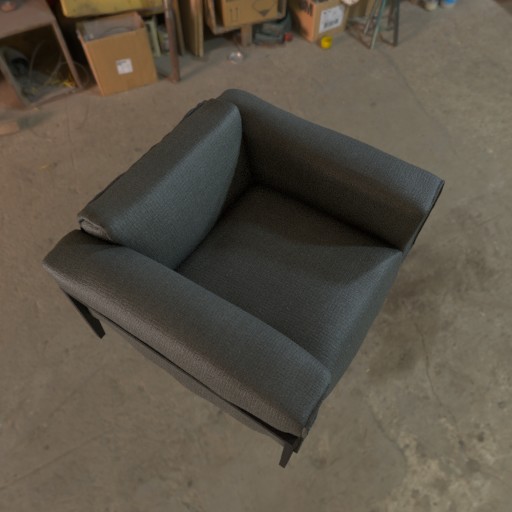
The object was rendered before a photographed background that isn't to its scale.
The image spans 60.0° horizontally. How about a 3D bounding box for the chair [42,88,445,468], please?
[{"bbox_3d":[0.000,0.000,1.658,0.969,0.646,1.056,29,62,17],"label":"chair"}]
